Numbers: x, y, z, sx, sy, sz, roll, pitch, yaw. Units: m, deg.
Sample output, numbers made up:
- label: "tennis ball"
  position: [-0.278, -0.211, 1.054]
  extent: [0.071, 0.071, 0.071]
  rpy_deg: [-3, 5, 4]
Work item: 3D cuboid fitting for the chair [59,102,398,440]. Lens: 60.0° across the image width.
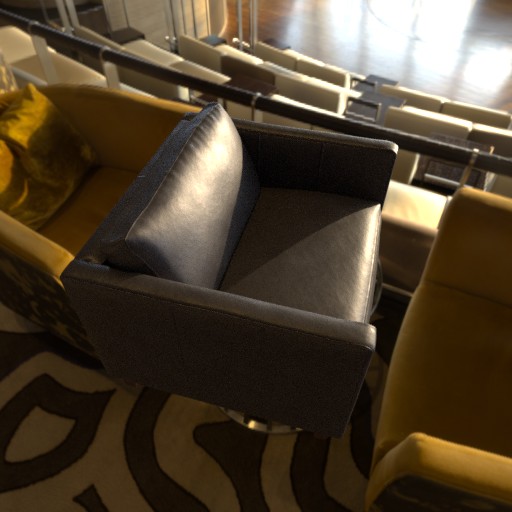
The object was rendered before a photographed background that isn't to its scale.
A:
- label: "chair"
  position: [0.000, 0.000, 1.605]
  extent: [0.862, 0.811, 0.939]
  rpy_deg: [12, 48, 11]
